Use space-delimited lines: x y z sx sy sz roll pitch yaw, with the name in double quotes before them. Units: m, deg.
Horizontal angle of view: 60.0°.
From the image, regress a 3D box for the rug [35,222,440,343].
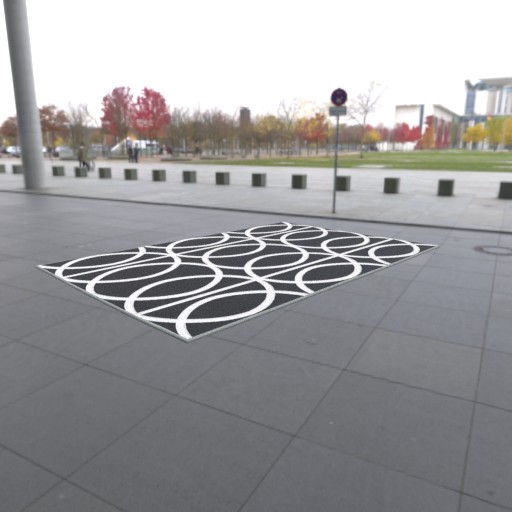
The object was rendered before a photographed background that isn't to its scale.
"rug" 0.000 0.000 2.939 1.526 0.014 2.290 13 19 43
